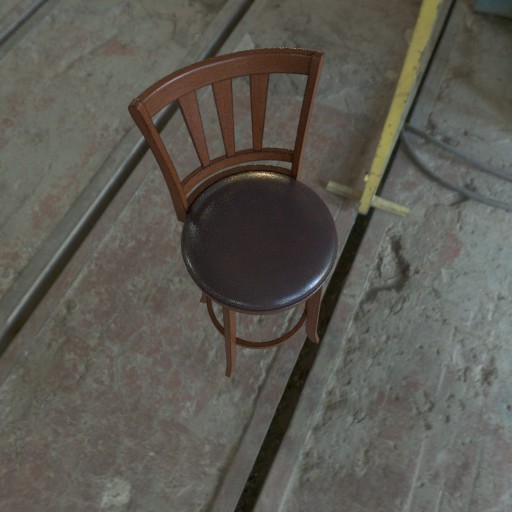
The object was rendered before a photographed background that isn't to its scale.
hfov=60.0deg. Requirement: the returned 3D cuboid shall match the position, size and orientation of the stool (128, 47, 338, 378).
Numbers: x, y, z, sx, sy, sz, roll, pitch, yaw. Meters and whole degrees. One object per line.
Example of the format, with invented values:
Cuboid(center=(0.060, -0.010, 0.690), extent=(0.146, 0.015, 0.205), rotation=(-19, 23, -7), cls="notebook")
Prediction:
Cuboid(center=(0.000, 0.000, 1.434), extent=(0.464, 1.177, 0.503), rotation=(-19, 65, -9), cls="stool")
